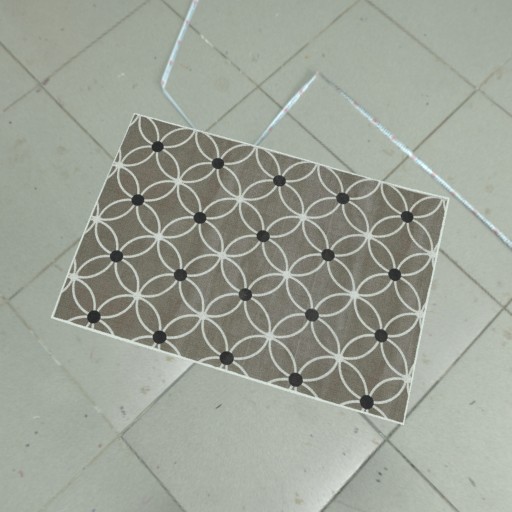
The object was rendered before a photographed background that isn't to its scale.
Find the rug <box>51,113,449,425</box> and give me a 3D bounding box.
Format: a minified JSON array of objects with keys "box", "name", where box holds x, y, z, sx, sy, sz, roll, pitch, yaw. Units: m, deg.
[{"box":[0.000,0.000,2.902,2.284,0.008,1.522,16,77,4],"name":"rug"}]
